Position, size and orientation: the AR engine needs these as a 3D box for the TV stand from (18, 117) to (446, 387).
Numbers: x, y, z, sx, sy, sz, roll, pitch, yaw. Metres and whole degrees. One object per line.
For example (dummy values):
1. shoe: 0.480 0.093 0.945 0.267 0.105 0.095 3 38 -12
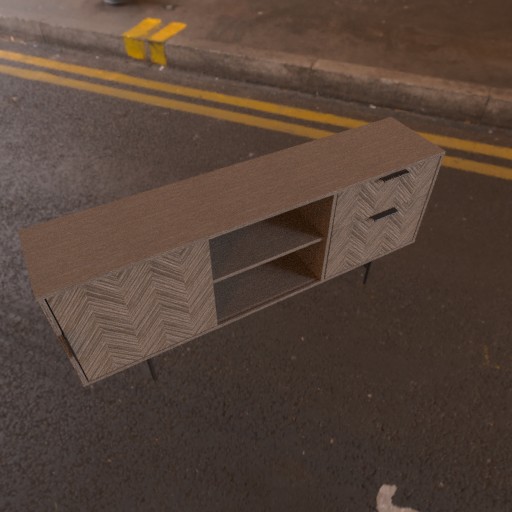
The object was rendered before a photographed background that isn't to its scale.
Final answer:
1. TV stand: 0.000 0.000 2.110 1.804 0.787 0.405 -21 49 -20
